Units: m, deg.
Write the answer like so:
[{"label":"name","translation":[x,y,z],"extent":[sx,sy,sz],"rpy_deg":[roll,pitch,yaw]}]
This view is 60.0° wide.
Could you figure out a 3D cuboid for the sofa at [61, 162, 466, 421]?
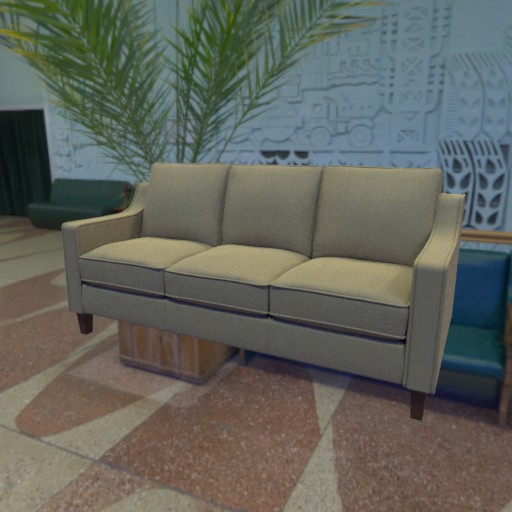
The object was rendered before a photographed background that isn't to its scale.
[{"label":"sofa","translation":[0.000,0.000,2.427],"extent":[1.986,0.974,0.911],"rpy_deg":[7,15,26]}]
